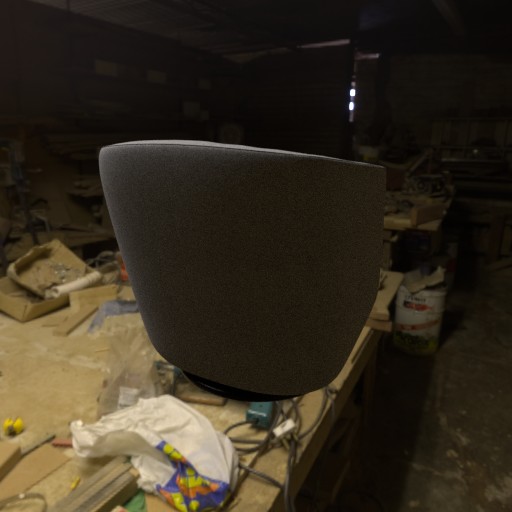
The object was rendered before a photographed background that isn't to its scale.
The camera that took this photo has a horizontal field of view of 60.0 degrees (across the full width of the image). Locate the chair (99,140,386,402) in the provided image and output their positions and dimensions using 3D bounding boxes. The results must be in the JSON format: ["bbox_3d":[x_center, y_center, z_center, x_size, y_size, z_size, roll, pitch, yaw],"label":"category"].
[{"bbox_3d":[0.000,0.000,1.656,0.822,0.861,0.986,9,18,27],"label":"chair"}]
